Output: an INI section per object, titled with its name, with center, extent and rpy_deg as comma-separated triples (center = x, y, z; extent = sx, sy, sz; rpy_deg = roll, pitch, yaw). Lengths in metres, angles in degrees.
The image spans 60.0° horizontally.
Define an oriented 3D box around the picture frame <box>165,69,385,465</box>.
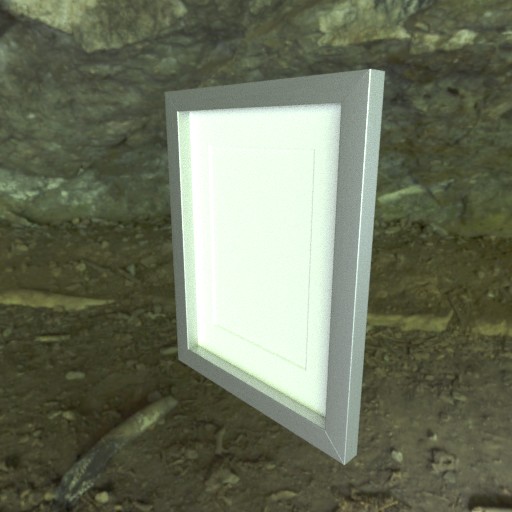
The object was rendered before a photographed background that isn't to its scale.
[picture frame]
center = 0.000, 0.000, 0.531
extent = 0.036, 0.386, 0.307
rpy_deg = -14, 21, -42
